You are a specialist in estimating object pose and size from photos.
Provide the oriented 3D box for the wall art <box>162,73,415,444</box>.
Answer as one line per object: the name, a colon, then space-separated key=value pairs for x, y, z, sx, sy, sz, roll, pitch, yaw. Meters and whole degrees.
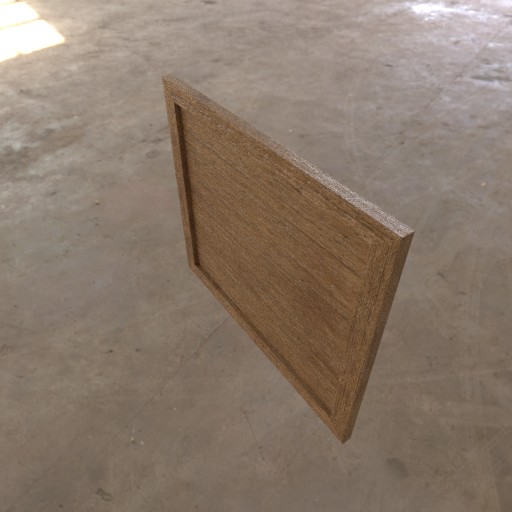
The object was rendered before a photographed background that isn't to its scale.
wall art: x=0.000 y=0.000 z=0.984 sx=0.026 sy=0.588 sz=0.690 roll=-26 pitch=48 yaw=-25
